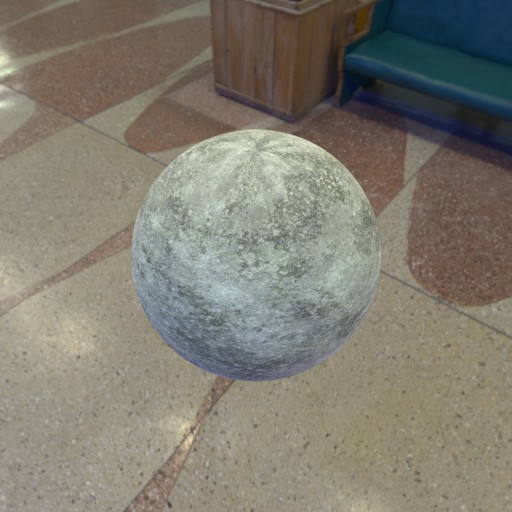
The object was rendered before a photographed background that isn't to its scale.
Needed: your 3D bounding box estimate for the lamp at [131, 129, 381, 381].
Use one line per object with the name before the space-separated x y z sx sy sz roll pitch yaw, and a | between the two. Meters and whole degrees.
lamp | 0.000 0.000 0.777 0.422 0.429 0.422 0 46 0
